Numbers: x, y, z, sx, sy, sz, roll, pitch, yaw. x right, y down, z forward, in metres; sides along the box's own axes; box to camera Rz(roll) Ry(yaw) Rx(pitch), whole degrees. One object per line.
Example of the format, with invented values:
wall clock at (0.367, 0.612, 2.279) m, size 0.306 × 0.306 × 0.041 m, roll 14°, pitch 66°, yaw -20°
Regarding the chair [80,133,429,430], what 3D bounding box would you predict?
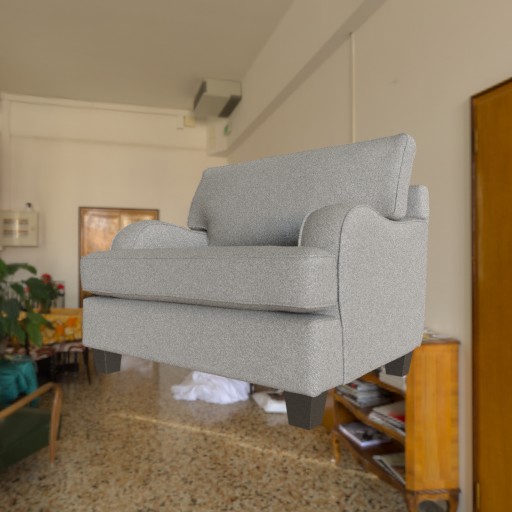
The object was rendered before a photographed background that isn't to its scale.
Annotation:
chair at (0.000, 0.000, 1.959) m, size 1.220 × 1.016 × 1.040 m, roll 0°, pitch -1°, yaw 38°
